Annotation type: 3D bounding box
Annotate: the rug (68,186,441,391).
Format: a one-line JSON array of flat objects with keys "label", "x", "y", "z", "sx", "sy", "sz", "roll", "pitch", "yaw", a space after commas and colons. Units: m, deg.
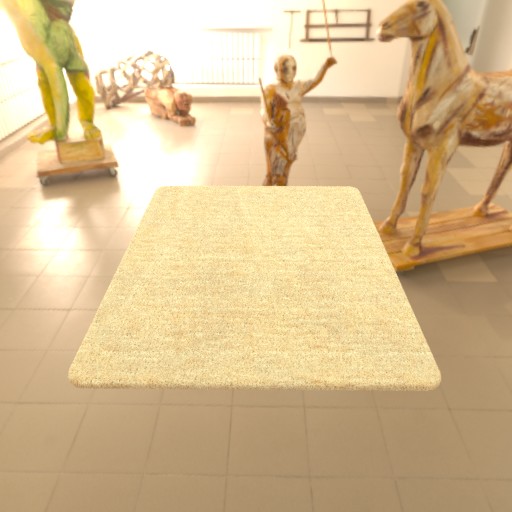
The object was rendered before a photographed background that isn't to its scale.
[{"label": "rug", "x": 0.000, "y": 0.000, "z": 3.376, "sx": 2.009, "sy": 0.048, "sz": 2.528, "roll": 0, "pitch": 33, "yaw": 0}]
